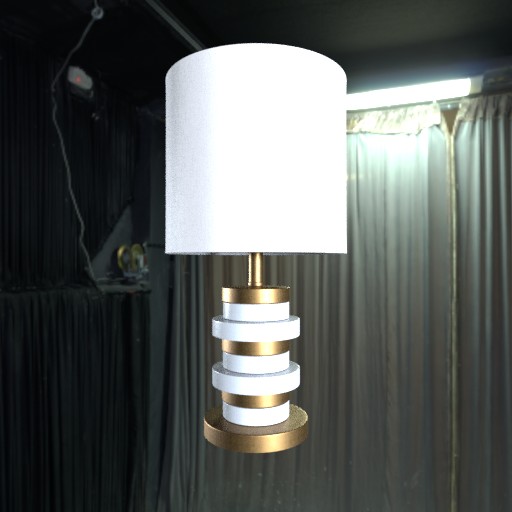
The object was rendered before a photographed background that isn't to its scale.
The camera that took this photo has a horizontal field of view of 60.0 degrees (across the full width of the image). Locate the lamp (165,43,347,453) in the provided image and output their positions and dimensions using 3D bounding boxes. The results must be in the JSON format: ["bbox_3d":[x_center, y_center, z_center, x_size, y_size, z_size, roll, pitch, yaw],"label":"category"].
[{"bbox_3d":[0.000,0.000,0.523,0.210,0.410,0.210,0,-1,16],"label":"lamp"}]
